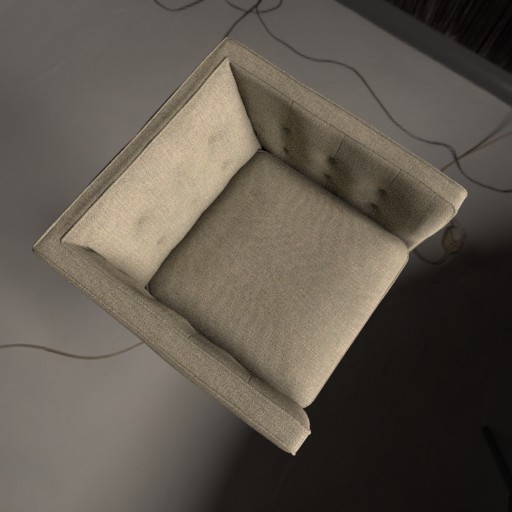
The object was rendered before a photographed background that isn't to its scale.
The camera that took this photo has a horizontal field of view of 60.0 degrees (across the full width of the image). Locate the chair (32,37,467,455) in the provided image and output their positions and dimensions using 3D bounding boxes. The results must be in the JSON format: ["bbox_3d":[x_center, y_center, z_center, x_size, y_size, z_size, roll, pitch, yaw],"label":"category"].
[{"bbox_3d":[0.000,0.000,1.617,0.912,0.799,0.920,36,77,9],"label":"chair"}]
